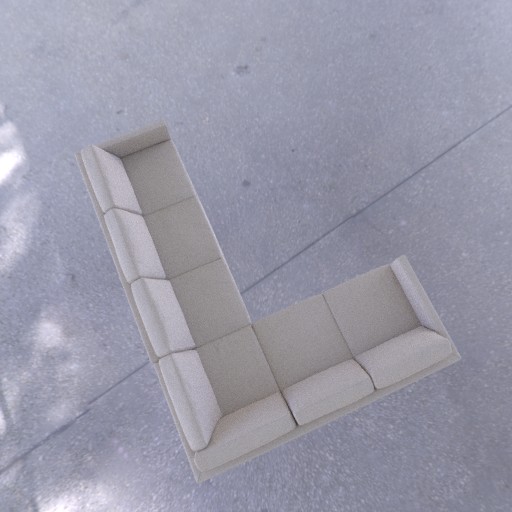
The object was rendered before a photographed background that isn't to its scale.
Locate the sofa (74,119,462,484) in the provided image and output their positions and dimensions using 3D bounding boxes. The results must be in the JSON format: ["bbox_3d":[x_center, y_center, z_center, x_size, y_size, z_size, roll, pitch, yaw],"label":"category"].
[{"bbox_3d":[0.000,0.000,4.228,2.432,0.863,3.182,-23,76,-6],"label":"sofa"}]
